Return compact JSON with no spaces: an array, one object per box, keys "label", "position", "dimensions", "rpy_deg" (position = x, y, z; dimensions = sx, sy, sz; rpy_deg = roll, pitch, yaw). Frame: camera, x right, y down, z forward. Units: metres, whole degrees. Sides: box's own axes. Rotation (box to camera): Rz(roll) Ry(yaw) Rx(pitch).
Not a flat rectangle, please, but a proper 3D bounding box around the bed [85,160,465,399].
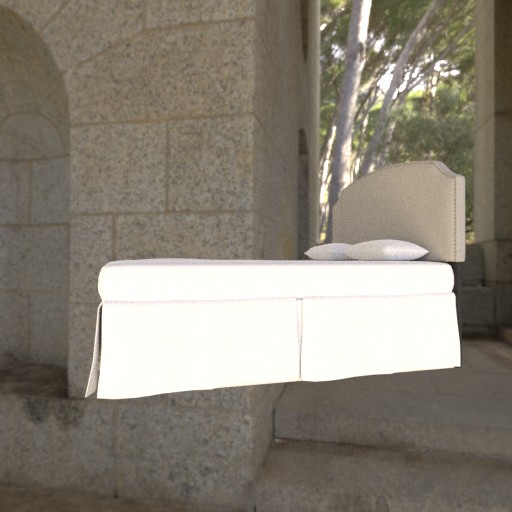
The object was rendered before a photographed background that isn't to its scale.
[{"label":"bed","position":[0.000,0.000,2.917],"dimensions":[1.999,1.270,1.558],"rpy_deg":[0,0,-17]}]
